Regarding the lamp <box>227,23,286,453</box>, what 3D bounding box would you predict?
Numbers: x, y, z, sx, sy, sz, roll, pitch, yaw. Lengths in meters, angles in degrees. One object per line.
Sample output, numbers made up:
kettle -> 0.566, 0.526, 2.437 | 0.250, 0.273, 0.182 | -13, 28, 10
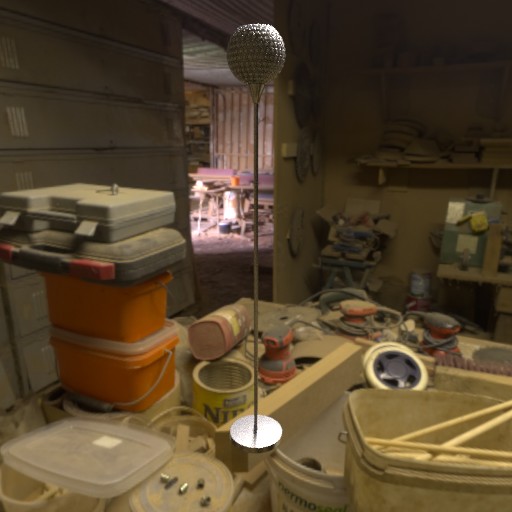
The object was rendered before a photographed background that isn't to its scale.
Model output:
lamp -> 0.000, 0.000, 1.925 | 0.254, 1.805, 0.254 | 0, 15, 0
